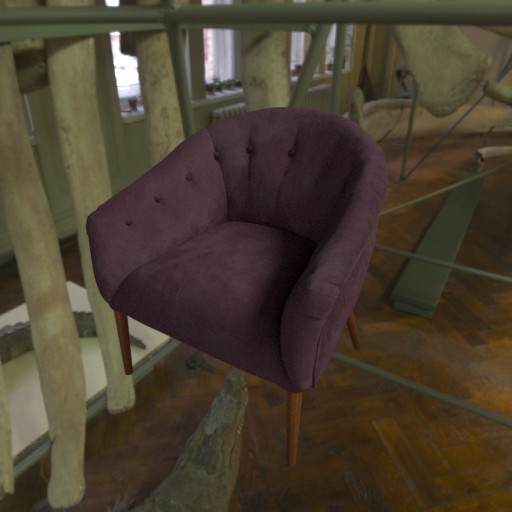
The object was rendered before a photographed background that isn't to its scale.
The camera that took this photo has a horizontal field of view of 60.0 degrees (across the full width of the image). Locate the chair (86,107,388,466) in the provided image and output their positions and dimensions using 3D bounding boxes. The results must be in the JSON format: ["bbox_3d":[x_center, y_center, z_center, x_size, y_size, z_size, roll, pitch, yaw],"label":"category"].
[{"bbox_3d":[0.000,0.000,1.528,0.851,0.885,0.776,17,33,29],"label":"chair"}]
